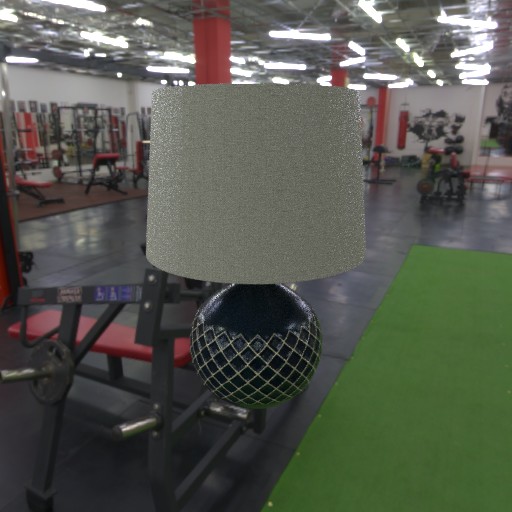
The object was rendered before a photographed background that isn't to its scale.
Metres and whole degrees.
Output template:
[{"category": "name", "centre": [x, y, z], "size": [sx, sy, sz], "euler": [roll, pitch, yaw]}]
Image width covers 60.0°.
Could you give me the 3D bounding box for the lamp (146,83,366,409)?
[{"category": "lamp", "centre": [0.000, 0.000, 0.782], "size": [0.376, 0.540, 0.376], "euler": [0, 16, 0]}]
